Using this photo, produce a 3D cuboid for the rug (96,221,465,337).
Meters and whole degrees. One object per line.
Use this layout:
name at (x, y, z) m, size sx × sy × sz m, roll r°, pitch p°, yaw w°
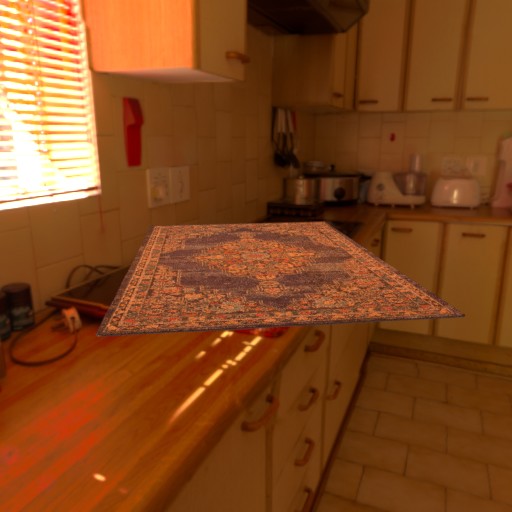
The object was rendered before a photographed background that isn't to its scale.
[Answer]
rug at (0.000, 0.000, 3.800) m, size 2.053 × 0.011 × 2.940 m, roll -2°, pitch 15°, yaw -7°
